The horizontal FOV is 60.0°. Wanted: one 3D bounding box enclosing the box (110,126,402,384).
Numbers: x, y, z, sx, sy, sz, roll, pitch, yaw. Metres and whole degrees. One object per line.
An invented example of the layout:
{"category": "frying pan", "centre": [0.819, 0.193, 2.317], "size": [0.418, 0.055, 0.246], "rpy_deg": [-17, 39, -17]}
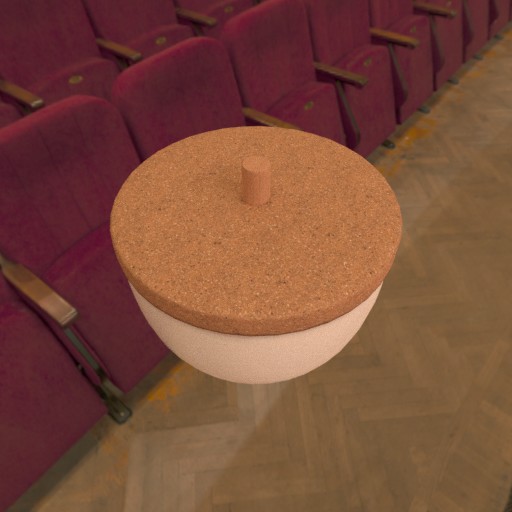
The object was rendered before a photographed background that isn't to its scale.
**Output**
{"category": "box", "centre": [0.000, 0.000, 0.187], "size": [0.107, 0.094, 0.107], "rpy_deg": [0, 47, 0]}
